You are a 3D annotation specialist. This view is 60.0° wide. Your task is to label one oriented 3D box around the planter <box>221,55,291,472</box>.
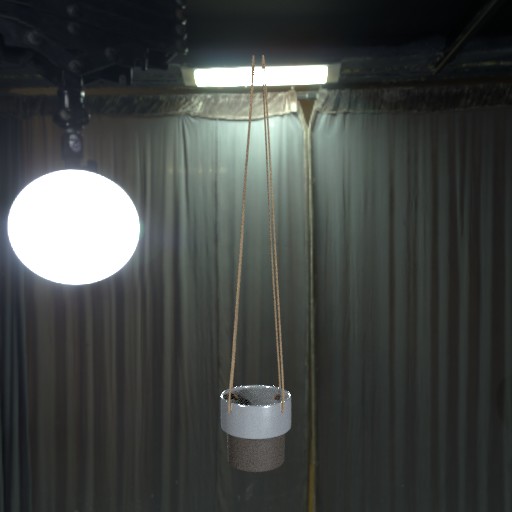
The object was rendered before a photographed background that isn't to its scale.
[{"bbox_3d":[0.000,0.000,1.179,0.187,1.073,0.187,0,-1,0],"label":"planter"}]
